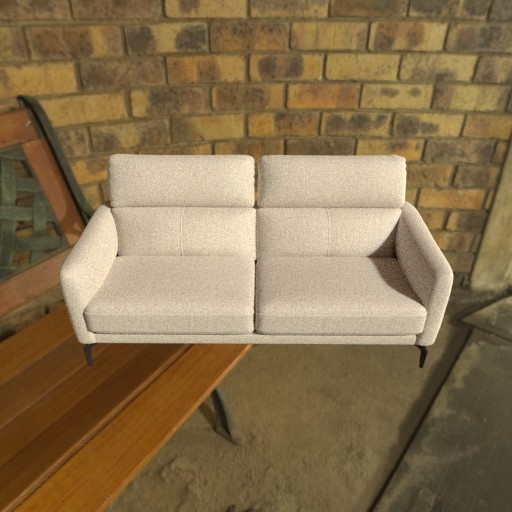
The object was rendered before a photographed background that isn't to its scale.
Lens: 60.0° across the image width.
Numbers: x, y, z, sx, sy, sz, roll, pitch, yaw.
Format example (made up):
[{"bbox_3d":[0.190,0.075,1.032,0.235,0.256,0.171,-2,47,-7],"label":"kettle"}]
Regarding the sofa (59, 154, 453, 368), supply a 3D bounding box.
[{"bbox_3d":[0.000,0.000,2.556,2.015,0.956,0.856,0,30,0],"label":"sofa"}]
